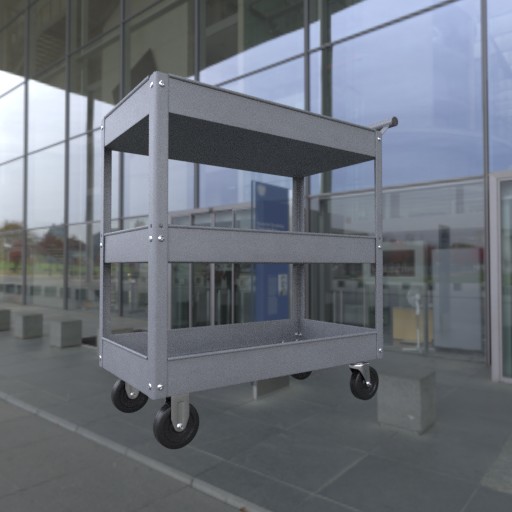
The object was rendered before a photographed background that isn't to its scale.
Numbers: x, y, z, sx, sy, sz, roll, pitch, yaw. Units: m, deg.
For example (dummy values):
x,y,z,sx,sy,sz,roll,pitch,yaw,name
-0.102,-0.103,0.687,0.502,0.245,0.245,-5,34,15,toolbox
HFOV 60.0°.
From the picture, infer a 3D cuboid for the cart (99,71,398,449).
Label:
x,y,z,sx,sy,sz,roll,pitch,yaw,name
0.000,0.000,1.175,0.719,0.780,0.366,1,-2,-35,cart
